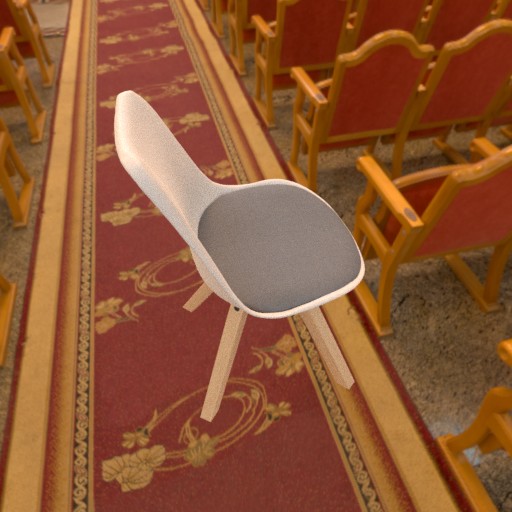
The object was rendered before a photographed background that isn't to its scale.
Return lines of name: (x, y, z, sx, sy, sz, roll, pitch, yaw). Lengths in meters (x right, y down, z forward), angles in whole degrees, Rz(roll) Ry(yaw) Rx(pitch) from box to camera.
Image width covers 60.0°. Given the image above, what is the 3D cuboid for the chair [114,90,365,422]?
chair: (0.000, 0.000, 1.172, 0.550, 0.850, 0.485, -10, 47, -9)
